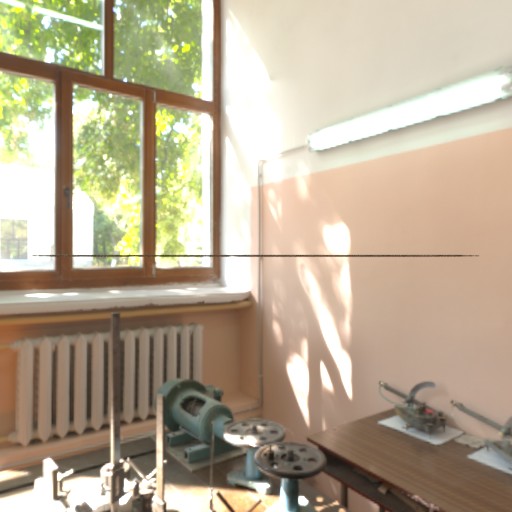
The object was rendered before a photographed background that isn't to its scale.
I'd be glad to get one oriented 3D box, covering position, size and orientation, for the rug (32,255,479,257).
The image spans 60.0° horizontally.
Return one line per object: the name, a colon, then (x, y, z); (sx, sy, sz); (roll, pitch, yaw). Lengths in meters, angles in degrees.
rug: (0.000, 0.000, 2.985); (2.664, 0.011, 0.762); (0, 0, 0)
